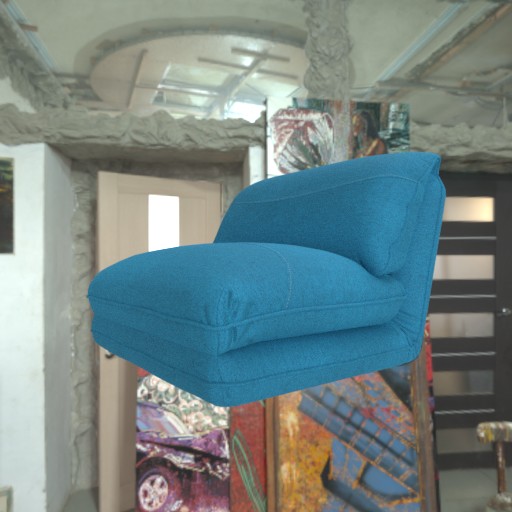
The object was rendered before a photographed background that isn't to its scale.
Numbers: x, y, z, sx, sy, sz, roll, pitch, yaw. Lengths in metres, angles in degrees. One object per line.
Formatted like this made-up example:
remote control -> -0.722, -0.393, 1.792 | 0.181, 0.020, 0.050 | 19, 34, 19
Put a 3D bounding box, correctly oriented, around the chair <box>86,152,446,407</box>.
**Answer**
chair -> 0.000, 0.000, 1.313 | 0.780, 0.580, 0.820 | 0, 0, -37
